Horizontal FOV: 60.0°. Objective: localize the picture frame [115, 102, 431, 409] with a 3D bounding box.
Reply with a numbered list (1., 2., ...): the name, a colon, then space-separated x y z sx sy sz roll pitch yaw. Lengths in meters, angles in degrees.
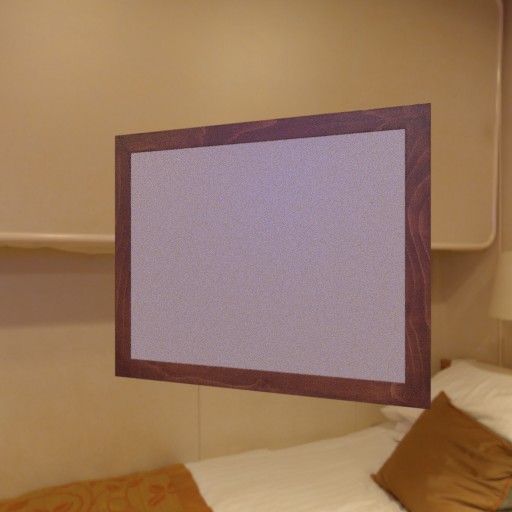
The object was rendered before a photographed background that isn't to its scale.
1. picture frame: 0.000 0.000 0.763 0.559 0.457 0.025 0 0 19
